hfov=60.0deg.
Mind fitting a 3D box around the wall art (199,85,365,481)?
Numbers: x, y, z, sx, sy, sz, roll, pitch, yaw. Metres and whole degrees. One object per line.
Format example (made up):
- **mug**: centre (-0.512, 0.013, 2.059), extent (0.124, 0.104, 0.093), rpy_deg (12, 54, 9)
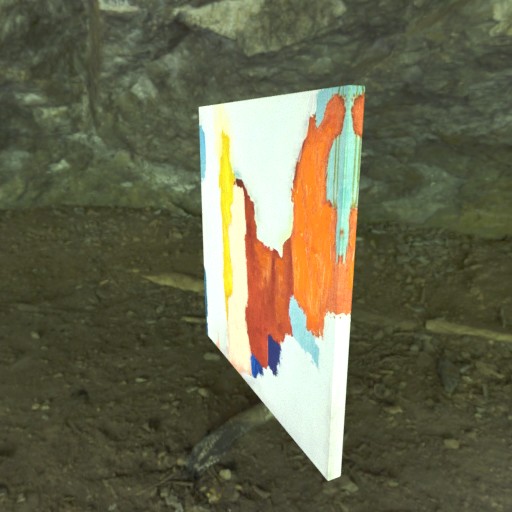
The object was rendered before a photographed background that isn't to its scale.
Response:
- **wall art**: centre (0.000, 0.000, 1.525), extent (0.044, 1.017, 1.017), rpy_deg (-7, 17, -24)
